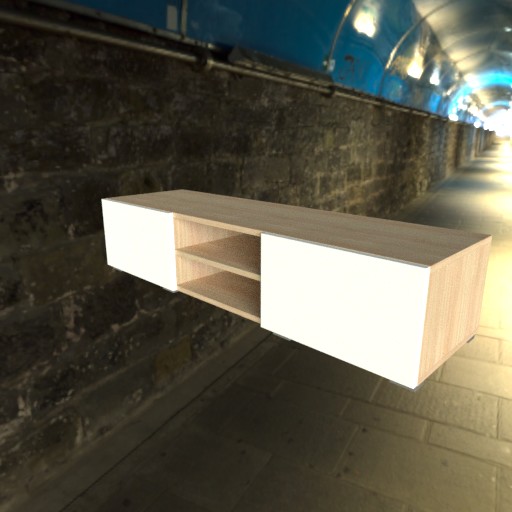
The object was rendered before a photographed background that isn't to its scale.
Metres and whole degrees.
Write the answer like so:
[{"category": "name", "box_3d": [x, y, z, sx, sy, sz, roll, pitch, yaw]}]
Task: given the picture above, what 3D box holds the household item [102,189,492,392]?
[{"category": "household item", "box_3d": [0.000, 0.000, 1.582, 1.400, 0.310, 0.420, 15, 22, 42]}]
